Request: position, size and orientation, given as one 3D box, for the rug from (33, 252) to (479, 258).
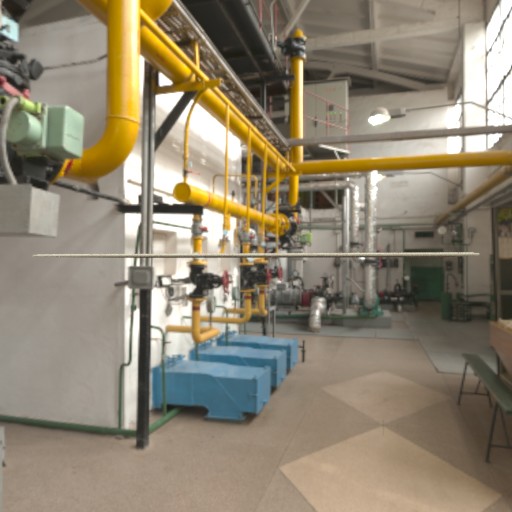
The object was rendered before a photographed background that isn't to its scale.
[{"bbox_3d":[0.000,0.000,1.442,1.219,0.007,0.604,0,-1,17],"label":"rug"}]
